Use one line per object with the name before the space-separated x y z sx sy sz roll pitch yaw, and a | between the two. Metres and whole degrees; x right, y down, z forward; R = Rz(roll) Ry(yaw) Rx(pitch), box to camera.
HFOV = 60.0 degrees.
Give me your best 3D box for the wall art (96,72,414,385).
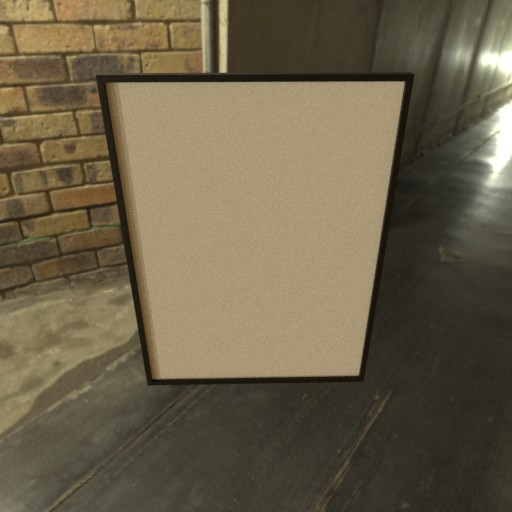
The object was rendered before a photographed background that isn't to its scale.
wall art | 0.000 0.000 1.394 0.802 1.070 0.036 -1 30 -1
